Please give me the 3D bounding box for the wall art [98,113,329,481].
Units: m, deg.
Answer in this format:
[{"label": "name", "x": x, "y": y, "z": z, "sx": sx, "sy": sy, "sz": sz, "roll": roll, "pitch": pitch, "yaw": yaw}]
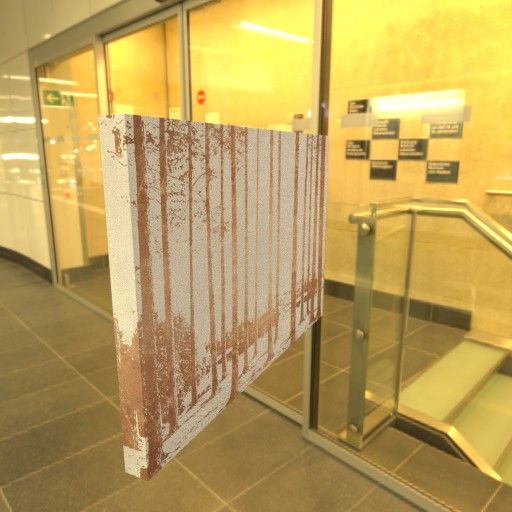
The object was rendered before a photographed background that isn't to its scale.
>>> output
[{"label": "wall art", "x": 0.000, "y": 0.000, "z": 0.736, "sx": 0.035, "sy": 0.405, "sz": 0.609, "roll": 7, "pitch": 15, "yaw": 27}]
